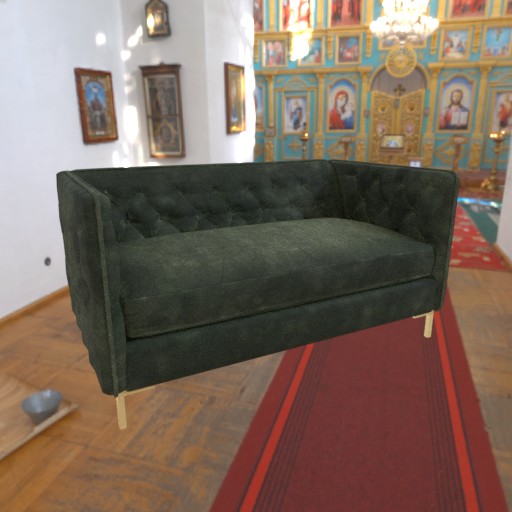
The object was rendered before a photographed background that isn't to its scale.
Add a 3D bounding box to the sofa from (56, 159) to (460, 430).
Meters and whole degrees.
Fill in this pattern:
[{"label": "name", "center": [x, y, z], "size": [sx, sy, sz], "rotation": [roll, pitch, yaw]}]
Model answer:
[{"label": "sofa", "center": [0.000, 0.000, 1.991], "size": [1.537, 0.768, 0.895], "rotation": [-8, 18, -27]}]
